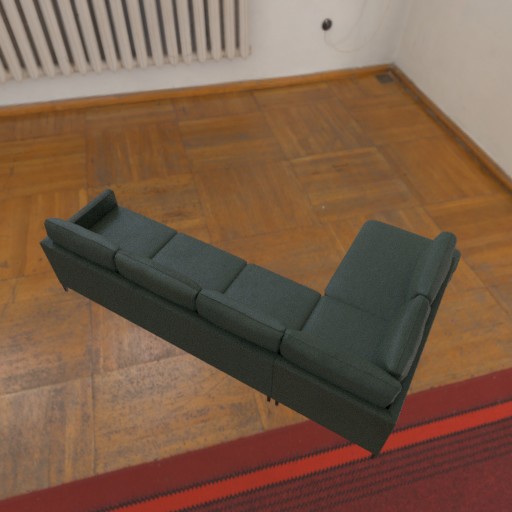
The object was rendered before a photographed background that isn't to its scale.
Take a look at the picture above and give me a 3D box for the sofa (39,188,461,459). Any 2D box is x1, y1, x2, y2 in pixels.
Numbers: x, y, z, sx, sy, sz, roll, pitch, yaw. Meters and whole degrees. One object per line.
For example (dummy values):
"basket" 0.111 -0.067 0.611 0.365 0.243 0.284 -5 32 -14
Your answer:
"sofa" 0.000 0.000 4.229 3.384 0.996 2.048 23 52 20
